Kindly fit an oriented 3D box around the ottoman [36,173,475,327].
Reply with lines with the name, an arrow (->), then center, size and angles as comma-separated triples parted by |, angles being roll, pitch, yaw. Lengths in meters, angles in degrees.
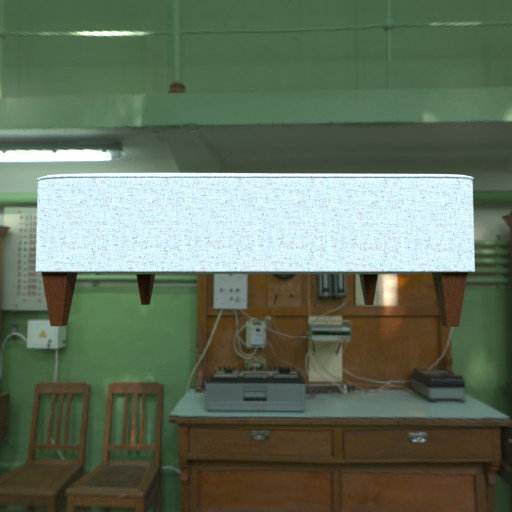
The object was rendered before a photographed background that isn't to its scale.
ottoman -> 0.000, 0.000, 1.200 | 0.835, 0.303, 0.736 | 0, -3, 1
